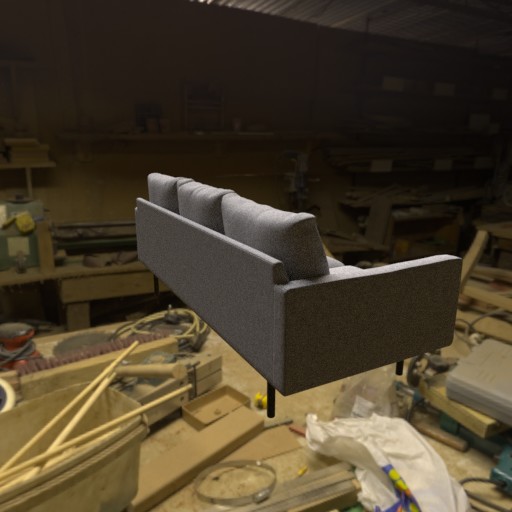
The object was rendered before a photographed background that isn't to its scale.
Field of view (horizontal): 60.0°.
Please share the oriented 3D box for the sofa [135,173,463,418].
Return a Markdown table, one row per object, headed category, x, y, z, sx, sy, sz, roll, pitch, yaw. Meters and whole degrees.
| category | x | y | z | sx | sy | sz | roll | pitch | yaw |
| --- | --- | --- | --- | --- | --- | --- | --- | --- | --- |
| sofa | 0.000 | 0.000 | 2.455 | 0.850 | 0.830 | 2.000 | -8 | 17 | -27 |
